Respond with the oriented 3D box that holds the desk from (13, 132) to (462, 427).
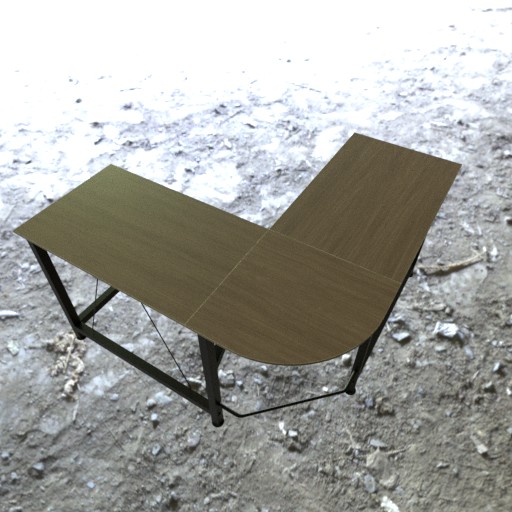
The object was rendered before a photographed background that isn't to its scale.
[{"bbox_3d":[0.000,0.000,2.185,1.400,0.762,1.400,24,51,21],"label":"desk"}]
